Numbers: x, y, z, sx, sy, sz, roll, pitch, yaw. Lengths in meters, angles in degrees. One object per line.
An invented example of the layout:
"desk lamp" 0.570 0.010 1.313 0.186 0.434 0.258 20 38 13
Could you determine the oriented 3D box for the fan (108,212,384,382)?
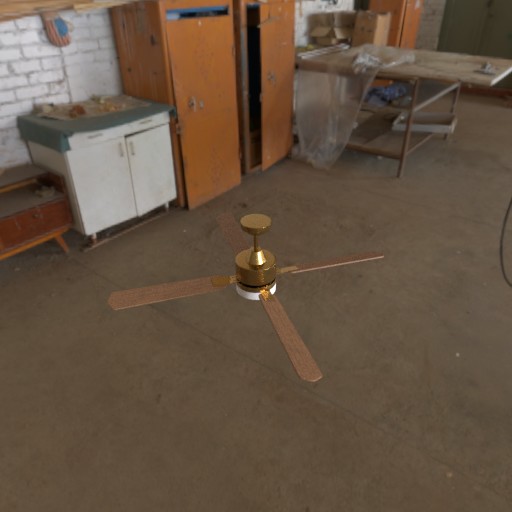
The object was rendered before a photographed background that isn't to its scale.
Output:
"fan" 0.000 0.000 1.992 1.320 0.355 1.320 -9 33 -15
